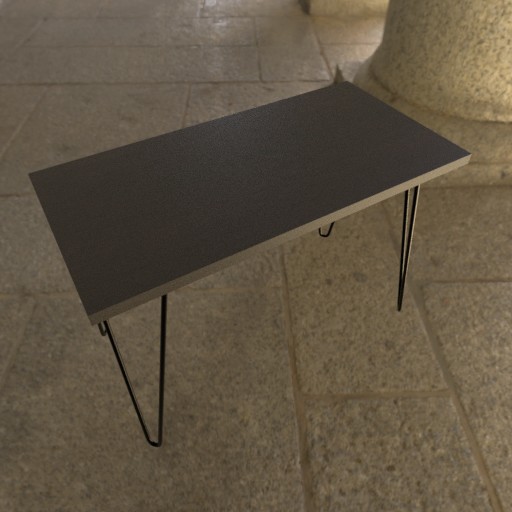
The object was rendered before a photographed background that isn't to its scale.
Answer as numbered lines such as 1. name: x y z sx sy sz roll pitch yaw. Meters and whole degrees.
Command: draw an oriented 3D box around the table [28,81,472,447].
1. table: 0.000 0.000 1.340 0.991 0.660 0.499 -23 50 -21
